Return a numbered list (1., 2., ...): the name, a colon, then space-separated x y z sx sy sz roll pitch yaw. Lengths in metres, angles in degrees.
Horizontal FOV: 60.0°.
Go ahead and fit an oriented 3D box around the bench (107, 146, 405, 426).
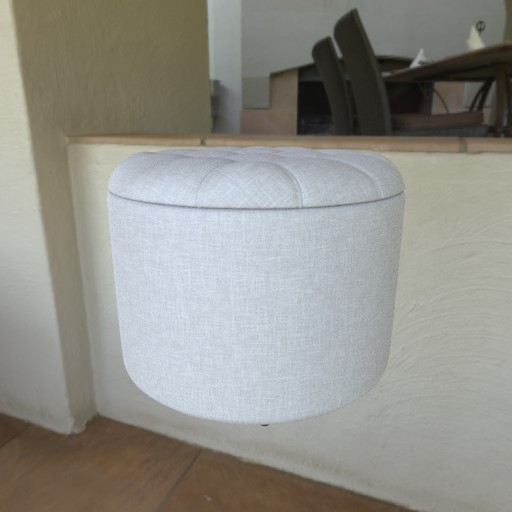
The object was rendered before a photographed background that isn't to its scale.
1. bench: 0.000 0.000 0.976 0.600 0.453 0.600 0 17 0
